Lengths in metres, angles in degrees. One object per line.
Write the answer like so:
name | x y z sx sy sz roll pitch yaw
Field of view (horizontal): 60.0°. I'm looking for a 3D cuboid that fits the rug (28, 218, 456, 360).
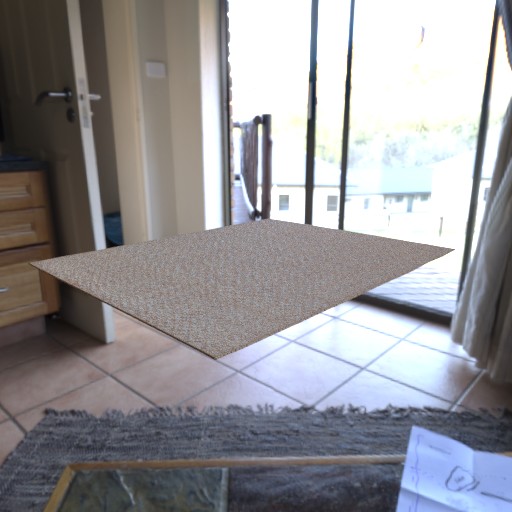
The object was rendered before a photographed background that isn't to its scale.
rug | 0.000 0.000 3.979 2.439 0.013 3.048 14 20 42
